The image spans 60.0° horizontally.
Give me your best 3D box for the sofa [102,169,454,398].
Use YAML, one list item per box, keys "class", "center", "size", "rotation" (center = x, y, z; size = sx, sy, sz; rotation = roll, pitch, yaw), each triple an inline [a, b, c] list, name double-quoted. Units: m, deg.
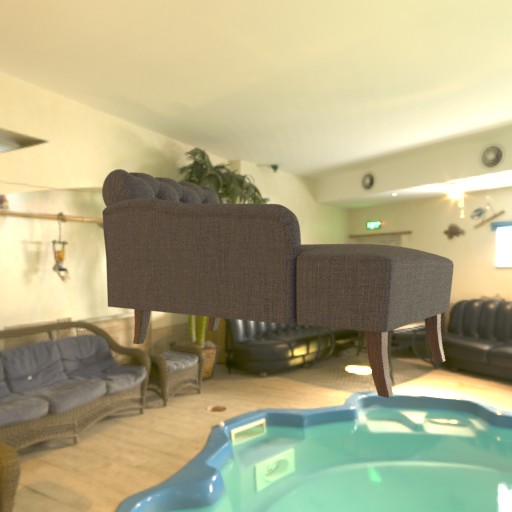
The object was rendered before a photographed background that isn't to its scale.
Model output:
- class: "sofa"
  center: [0.000, 0.000, 1.824]
  size: [1.379, 0.787, 0.675]
  rotation: [-1, -1, 37]
